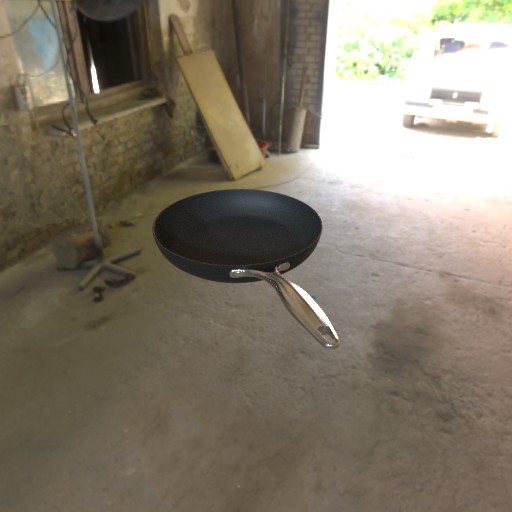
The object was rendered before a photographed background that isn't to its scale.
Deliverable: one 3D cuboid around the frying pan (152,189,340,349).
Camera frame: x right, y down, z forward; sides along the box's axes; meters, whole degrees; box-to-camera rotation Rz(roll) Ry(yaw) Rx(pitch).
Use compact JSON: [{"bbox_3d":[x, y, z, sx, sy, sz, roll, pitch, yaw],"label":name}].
[{"bbox_3d":[0.000,0.000,0.582,0.255,0.105,0.472,-8,32,-13],"label":"frying pan"}]
